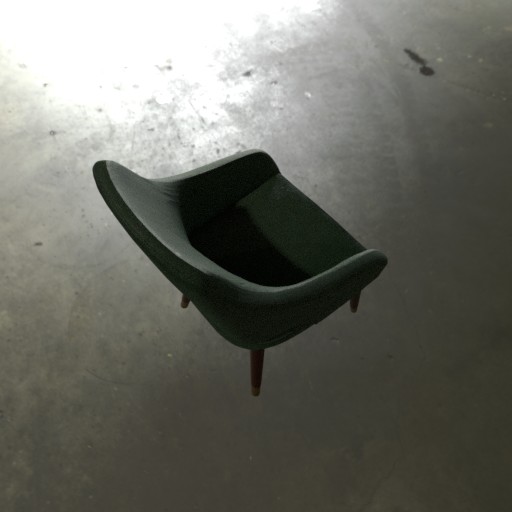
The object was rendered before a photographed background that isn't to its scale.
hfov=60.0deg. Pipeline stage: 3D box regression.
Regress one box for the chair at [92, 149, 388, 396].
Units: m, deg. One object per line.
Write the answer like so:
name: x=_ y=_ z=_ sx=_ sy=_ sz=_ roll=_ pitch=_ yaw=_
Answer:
chair: x=0.000 y=0.000 z=1.615 sx=0.794 sy=1.081 sz=0.683 roll=-35 pitch=64 yaw=-20
